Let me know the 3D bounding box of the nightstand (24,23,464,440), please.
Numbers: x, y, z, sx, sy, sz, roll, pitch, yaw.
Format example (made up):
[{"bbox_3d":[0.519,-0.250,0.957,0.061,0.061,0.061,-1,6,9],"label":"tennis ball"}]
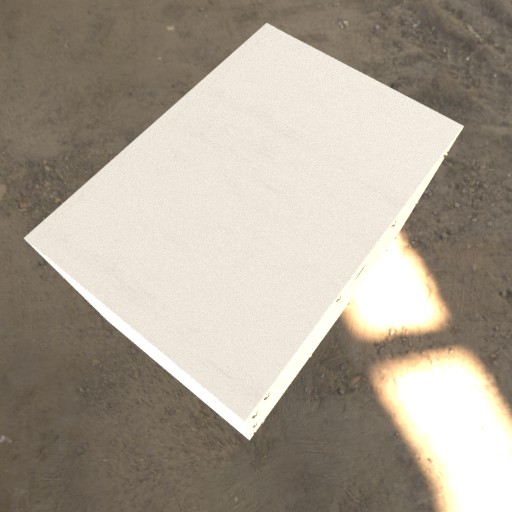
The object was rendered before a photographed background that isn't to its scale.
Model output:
[{"bbox_3d":[0.000,0.000,0.998,0.447,0.604,0.614,35,69,15],"label":"nightstand"}]
